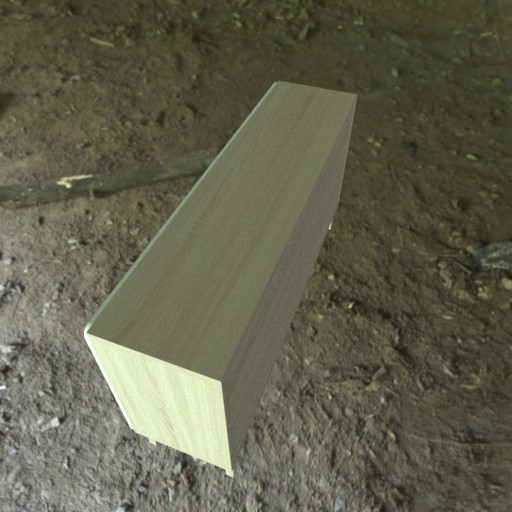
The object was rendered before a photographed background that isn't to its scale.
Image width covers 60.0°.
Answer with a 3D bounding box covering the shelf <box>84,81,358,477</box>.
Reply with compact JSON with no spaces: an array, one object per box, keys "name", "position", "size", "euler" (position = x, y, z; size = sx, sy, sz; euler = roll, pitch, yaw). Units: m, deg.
[{"name":"shelf","position":[0.000,0.000,1.832],"size":[0.400,0.780,1.490],"euler":[16,49,14]}]
